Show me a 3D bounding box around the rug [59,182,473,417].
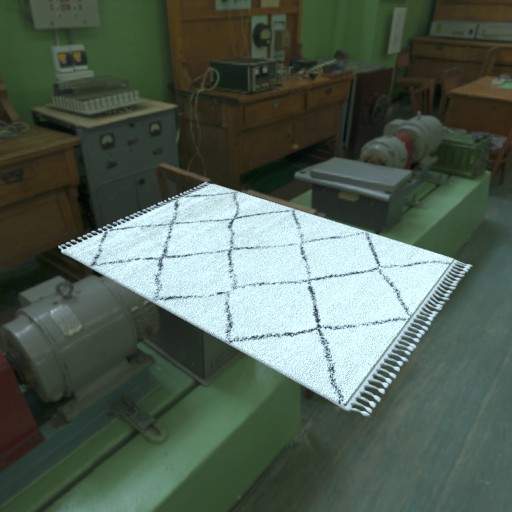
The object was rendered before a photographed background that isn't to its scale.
[{"bbox_3d":[0.000,0.000,2.894,2.307,0.031,1.494,22,37,32],"label":"rug"}]
